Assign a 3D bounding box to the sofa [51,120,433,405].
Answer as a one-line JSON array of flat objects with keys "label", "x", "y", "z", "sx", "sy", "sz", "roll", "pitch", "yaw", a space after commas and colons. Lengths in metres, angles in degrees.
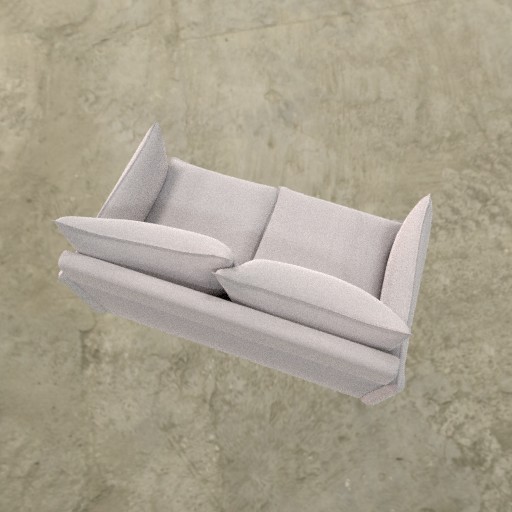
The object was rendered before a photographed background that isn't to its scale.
[{"label": "sofa", "x": 0.000, "y": 0.000, "z": 1.858, "sx": 1.300, "sy": 0.840, "sz": 0.820, "roll": 17, "pitch": 65, "yaw": 8}]
